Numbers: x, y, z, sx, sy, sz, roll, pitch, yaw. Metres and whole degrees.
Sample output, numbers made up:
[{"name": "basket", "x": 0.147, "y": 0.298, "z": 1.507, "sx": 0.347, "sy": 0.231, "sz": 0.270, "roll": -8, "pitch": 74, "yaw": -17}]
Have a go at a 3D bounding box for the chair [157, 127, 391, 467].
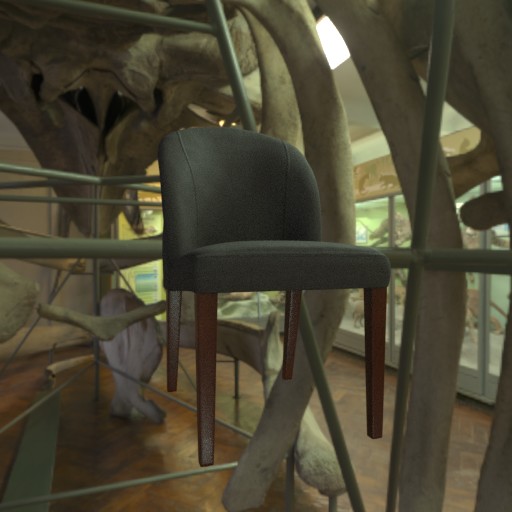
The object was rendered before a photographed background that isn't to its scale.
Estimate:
[{"name": "chair", "x": 0.000, "y": 0.000, "z": 1.259, "sx": 0.506, "sy": 0.879, "sz": 0.619, "roll": 0, "pitch": 1, "yaw": -19}]
